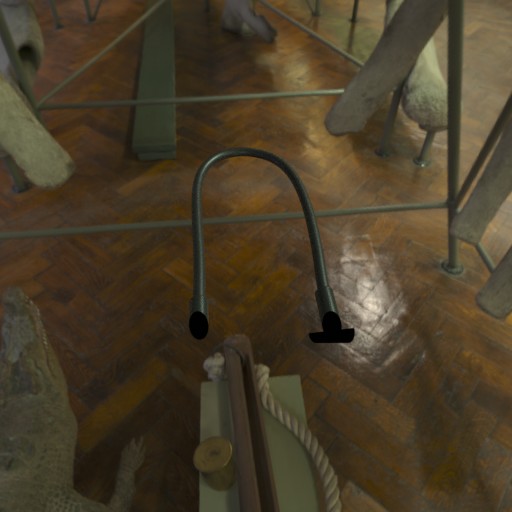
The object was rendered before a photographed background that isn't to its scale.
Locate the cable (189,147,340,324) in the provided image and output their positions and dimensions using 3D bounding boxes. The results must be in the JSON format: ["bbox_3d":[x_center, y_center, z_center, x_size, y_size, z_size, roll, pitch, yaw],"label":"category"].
[{"bbox_3d":[0.000,0.000,0.115,0.040,0.006,0.098,-4,47,-3],"label":"cable"}]
